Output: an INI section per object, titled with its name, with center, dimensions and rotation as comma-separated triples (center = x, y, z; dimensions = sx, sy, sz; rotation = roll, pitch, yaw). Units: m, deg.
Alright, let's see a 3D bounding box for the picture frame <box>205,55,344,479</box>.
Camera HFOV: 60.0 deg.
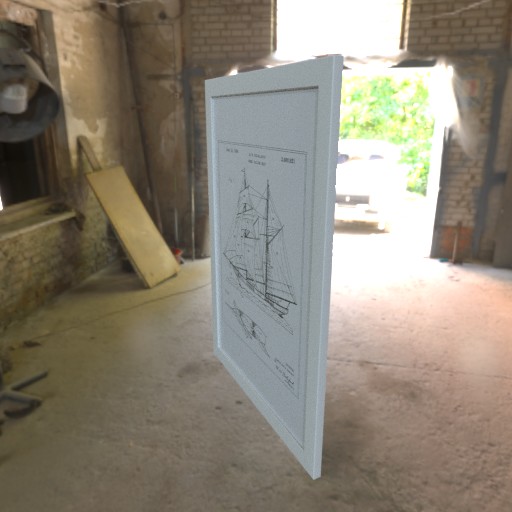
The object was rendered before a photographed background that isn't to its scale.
[picture frame]
center = 0.000, 0.000, 0.690
dimensions = 0.012, 0.534, 0.381
rotation = -8, 20, -25
